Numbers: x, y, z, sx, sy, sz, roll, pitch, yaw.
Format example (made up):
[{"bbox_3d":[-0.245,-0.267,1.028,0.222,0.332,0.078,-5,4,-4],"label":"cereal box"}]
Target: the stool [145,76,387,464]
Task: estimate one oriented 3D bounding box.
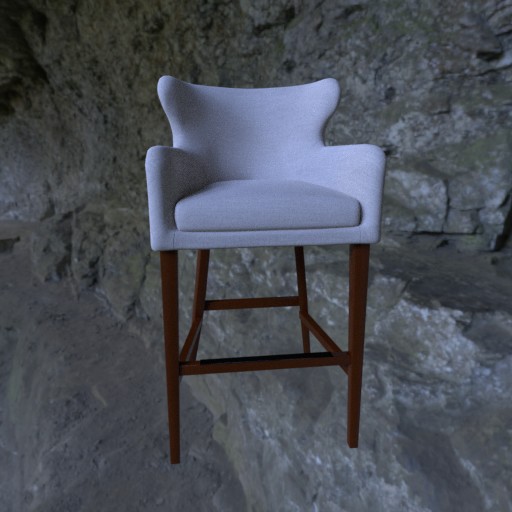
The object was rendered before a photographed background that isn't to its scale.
[{"bbox_3d":[0.000,0.000,1.346,0.556,1.034,0.563,-2,18,-7],"label":"stool"}]
